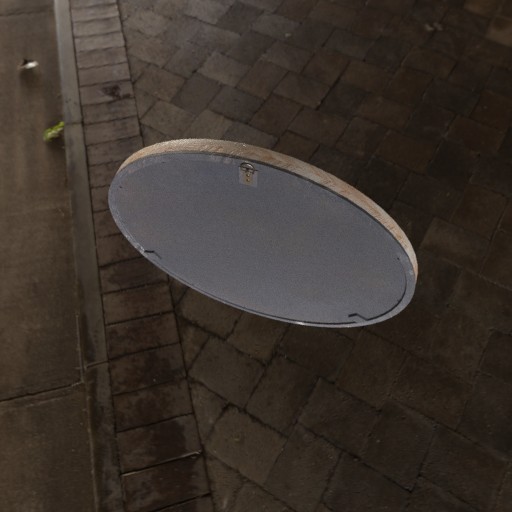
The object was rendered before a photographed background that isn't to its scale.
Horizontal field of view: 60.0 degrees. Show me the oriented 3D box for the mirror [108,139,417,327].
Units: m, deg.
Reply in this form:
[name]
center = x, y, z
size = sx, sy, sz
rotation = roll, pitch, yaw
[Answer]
[mirror]
center = 0.000, 0.000, 1.035
size = 0.710, 0.710, 0.038
rotation = 16, 64, 8
